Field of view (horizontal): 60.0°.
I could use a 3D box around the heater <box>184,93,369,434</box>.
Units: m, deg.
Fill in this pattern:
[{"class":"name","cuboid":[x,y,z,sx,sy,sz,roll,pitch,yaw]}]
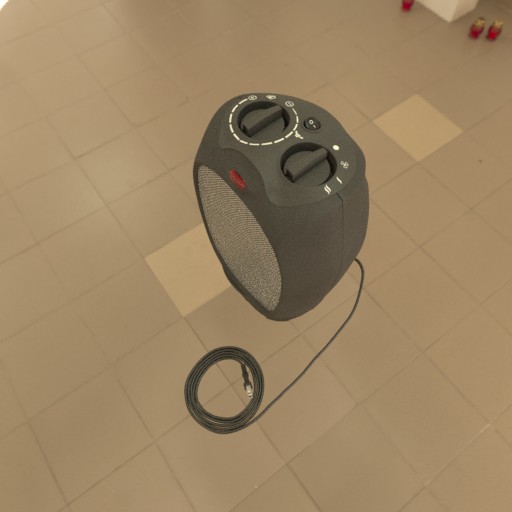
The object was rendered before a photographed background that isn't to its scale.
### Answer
[{"class":"heater","cuboid":[0.000,0.000,0.467,0.291,0.255,0.239,-34,67,-16]}]
